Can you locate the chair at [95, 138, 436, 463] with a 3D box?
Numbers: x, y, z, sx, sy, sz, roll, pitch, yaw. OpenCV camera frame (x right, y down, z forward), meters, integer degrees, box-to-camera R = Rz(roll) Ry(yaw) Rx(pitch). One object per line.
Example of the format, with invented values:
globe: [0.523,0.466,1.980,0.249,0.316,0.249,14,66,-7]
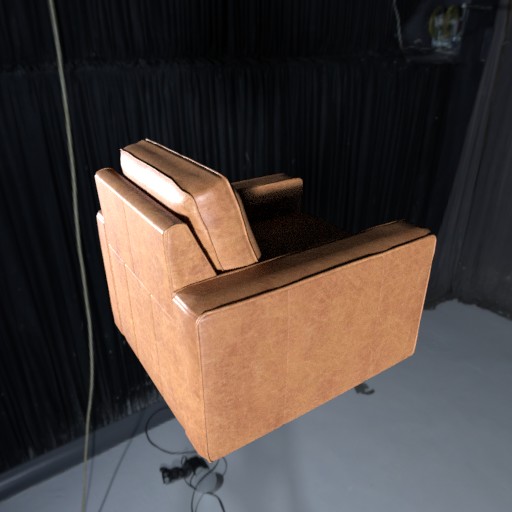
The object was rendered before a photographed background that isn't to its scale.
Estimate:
chair: [0.000,0.000,1.774,1.027,0.901,0.987,-18,32,-32]
